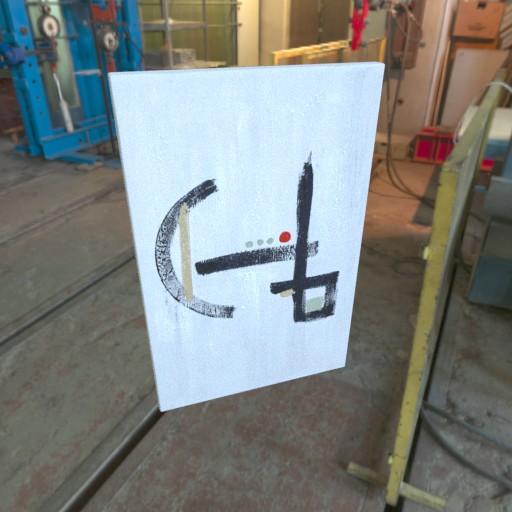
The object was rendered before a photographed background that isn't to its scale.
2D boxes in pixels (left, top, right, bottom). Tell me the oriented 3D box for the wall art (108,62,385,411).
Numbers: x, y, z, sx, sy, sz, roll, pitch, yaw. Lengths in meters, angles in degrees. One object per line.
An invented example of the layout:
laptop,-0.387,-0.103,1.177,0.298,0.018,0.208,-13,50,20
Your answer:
wall art,0.000,0.000,1.162,0.602,0.916,0.048,-9,31,-16
